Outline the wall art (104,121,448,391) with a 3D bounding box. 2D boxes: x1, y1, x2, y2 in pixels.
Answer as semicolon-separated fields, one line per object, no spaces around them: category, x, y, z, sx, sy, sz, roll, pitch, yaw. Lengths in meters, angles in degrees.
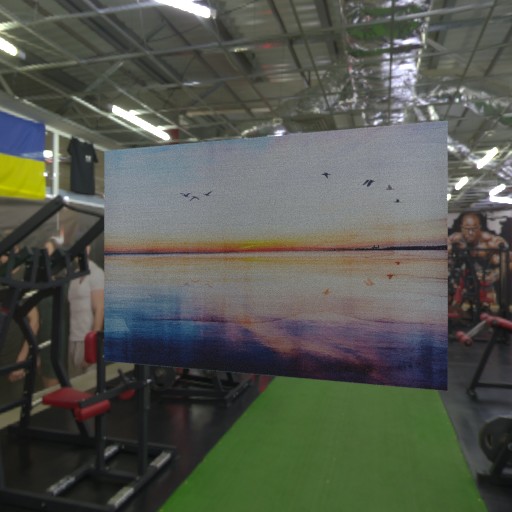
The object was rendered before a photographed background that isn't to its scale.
wall art;0.000;0.000;1.431;1.137;0.756;0.034;0;0;18
